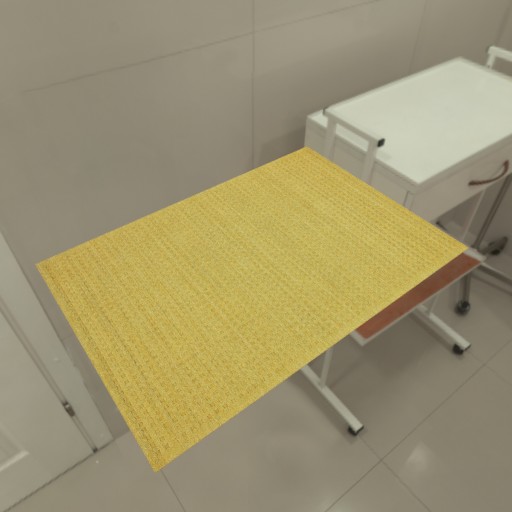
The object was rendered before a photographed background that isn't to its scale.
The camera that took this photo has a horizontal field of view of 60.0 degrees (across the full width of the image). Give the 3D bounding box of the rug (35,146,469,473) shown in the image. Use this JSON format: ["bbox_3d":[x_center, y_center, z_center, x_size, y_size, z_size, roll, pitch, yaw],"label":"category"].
[{"bbox_3d":[0.000,0.000,3.586,2.895,0.006,1.981,-28,51,-26],"label":"rug"}]
